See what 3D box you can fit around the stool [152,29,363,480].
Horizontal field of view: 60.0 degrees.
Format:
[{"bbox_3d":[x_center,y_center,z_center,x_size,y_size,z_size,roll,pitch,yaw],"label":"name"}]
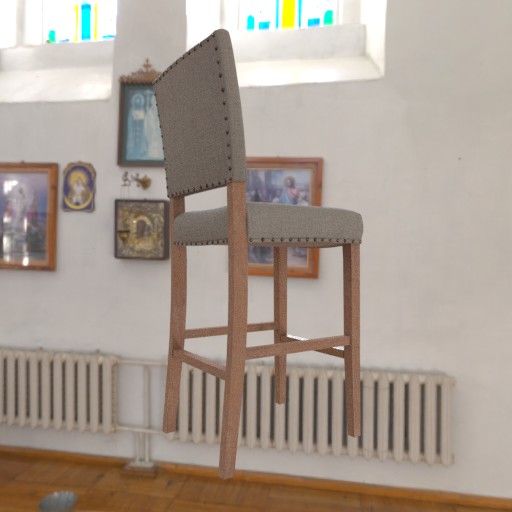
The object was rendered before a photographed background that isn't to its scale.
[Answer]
[{"bbox_3d":[0.000,0.000,1.494,0.585,1.203,0.445,0,0,-35],"label":"stool"}]
